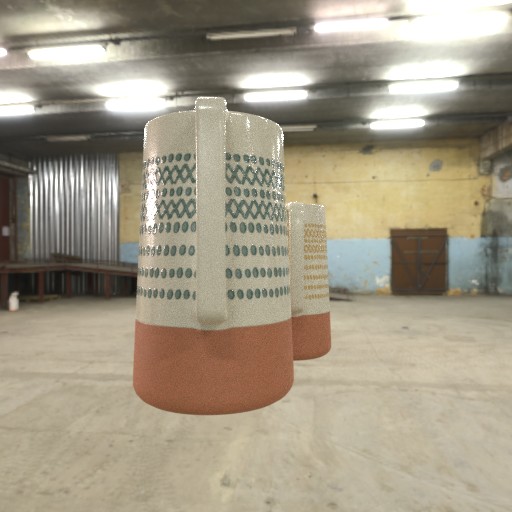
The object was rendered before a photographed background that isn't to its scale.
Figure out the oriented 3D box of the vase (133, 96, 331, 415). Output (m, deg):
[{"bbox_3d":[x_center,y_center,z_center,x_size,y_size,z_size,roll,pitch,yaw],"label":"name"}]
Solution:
[{"bbox_3d":[0.000,0.000,0.469,0.168,0.247,0.326,0,0,36],"label":"vase"}]
